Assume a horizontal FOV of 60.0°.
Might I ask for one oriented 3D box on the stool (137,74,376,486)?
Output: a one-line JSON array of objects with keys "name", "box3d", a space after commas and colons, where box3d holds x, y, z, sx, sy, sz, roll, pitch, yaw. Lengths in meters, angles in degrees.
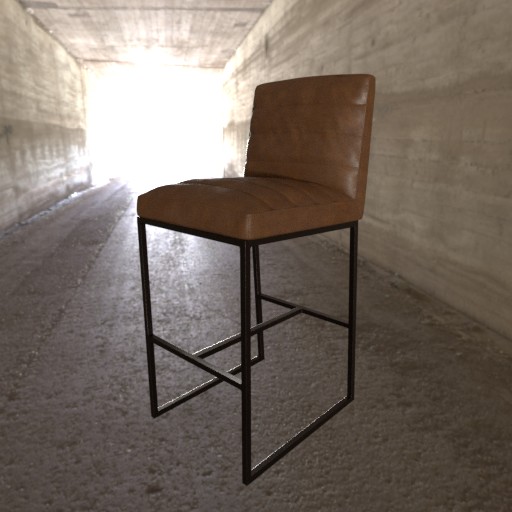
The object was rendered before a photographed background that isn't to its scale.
[{"name": "stool", "box3d": [0.000, 0.000, 1.356, 0.463, 1.065, 0.562, 14, 21, 41]}]
